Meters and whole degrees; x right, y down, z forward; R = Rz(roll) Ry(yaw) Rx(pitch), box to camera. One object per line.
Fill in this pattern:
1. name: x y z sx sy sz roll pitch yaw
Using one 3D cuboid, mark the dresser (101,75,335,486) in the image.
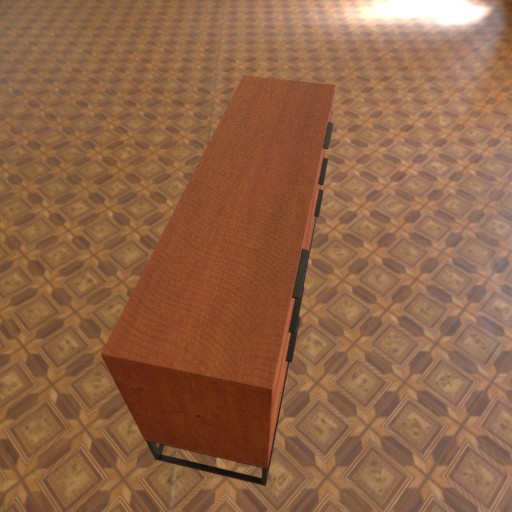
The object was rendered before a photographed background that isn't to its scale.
1. dresser: 0.000 0.000 1.885 0.464 0.810 1.536 9 49 8
